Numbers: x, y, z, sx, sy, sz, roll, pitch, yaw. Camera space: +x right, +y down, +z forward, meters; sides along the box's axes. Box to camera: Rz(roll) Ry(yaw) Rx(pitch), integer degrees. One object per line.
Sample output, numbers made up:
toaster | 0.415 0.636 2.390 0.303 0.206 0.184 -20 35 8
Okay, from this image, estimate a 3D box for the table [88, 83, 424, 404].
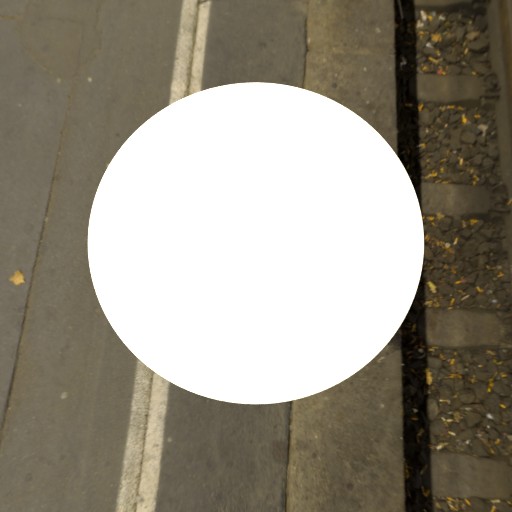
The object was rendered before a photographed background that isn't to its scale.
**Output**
table | 0.000 0.000 0.987 0.600 0.400 0.600 0 75 0
